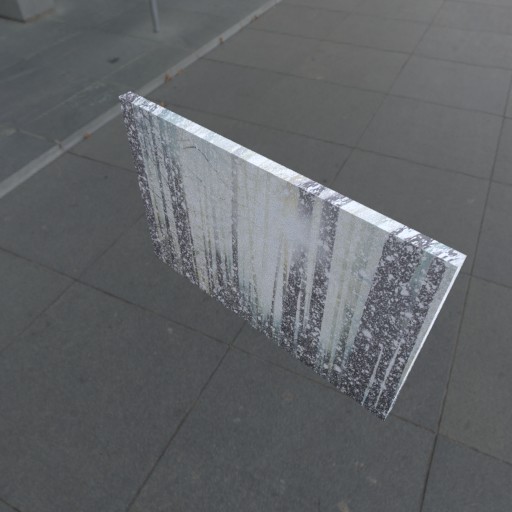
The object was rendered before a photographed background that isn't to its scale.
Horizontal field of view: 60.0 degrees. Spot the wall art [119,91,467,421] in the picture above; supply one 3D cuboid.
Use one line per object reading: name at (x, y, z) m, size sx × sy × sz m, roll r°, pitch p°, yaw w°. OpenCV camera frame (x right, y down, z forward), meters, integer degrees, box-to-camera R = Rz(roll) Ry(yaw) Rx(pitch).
wall art at (0.000, 0.000, 1.169) m, size 0.919 × 0.598 × 0.038 m, roll 32°, pitch 54°, yaw 27°
